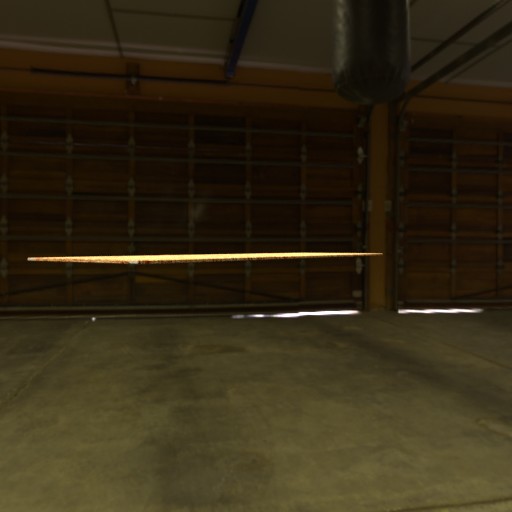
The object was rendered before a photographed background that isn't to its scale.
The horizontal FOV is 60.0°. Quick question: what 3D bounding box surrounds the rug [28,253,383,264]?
[{"bbox_3d":[0.000,0.000,2.500,0.680,0.014,2.237,1,1,35],"label":"rug"}]
